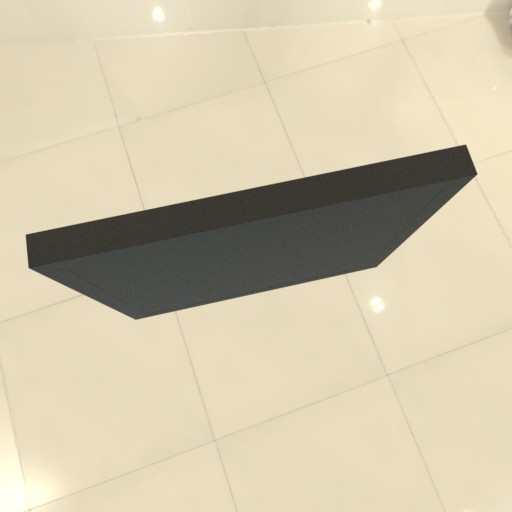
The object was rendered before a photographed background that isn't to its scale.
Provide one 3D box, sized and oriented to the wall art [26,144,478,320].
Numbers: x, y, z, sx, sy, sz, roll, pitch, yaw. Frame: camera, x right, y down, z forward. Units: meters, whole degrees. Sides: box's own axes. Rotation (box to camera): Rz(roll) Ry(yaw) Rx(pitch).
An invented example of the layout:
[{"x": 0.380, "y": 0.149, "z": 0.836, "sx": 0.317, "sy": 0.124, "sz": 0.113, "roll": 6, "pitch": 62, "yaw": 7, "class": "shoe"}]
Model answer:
[{"x": 0.000, "y": 0.000, "z": 0.530, "sx": 0.381, "sy": 0.330, "sz": 0.029, "roll": -12, "pitch": 75, "yaw": -3, "class": "wall art"}]
